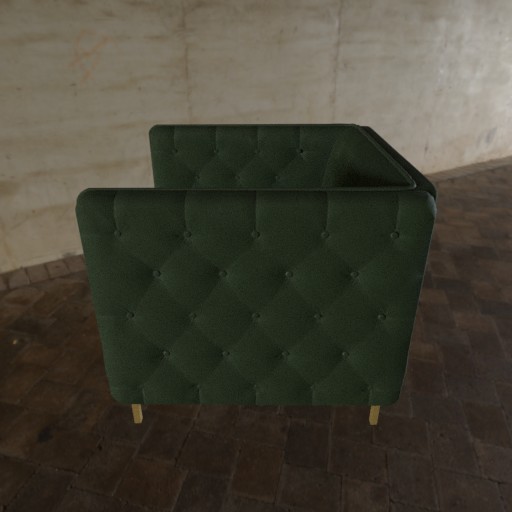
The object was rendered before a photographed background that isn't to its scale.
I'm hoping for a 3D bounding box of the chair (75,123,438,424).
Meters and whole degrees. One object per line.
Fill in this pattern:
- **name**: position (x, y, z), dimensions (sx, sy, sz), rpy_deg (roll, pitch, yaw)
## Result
- **chair**: position (0.000, 0.000, 1.541), dimensions (0.855, 0.768, 0.917), rpy_deg (0, 27, 0)
